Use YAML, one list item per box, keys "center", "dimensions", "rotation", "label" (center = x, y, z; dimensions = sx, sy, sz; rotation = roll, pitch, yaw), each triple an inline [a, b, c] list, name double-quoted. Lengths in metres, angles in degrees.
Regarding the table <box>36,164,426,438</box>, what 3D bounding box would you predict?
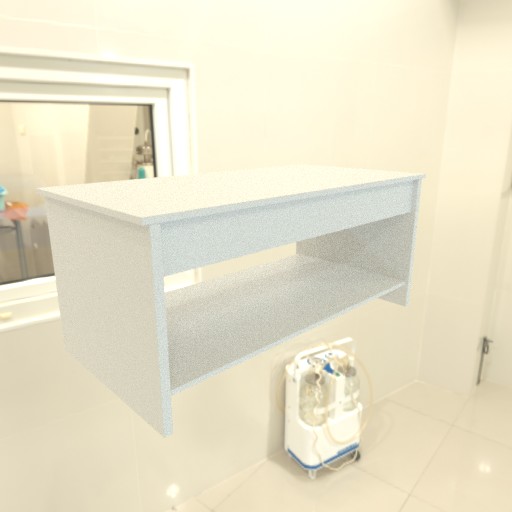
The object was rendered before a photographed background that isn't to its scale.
- center: [0.000, 0.000, 1.296]
  dimensions: [1.000, 0.441, 0.500]
  rotation: [-15, 22, -42]
  label: "table"
